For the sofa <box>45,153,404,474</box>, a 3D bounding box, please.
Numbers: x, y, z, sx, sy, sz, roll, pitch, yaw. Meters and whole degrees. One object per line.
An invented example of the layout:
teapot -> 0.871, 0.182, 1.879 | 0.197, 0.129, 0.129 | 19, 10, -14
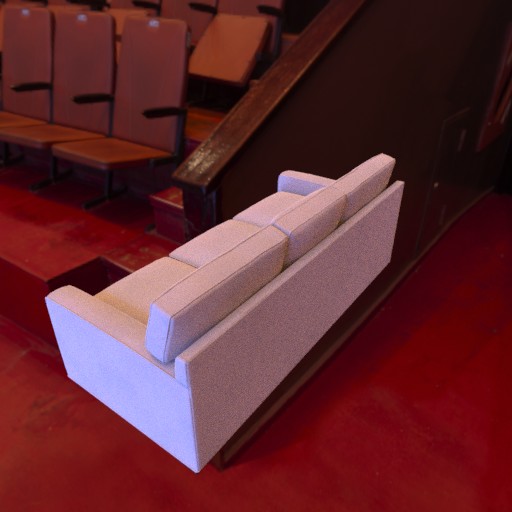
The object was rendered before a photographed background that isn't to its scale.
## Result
sofa -> 0.000, 0.000, 2.599 | 0.935, 0.862, 2.088 | 21, 37, 31
